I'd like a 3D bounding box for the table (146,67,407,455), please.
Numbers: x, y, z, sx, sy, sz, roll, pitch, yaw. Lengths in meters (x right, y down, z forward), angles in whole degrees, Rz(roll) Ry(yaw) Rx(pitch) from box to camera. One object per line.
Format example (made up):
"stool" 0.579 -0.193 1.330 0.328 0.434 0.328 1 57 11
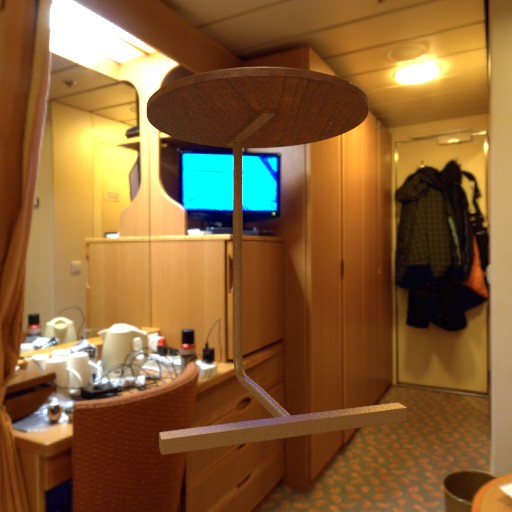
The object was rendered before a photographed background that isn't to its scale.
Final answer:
"table" 0.000 0.000 1.109 0.530 0.706 0.577 0 1 -18
